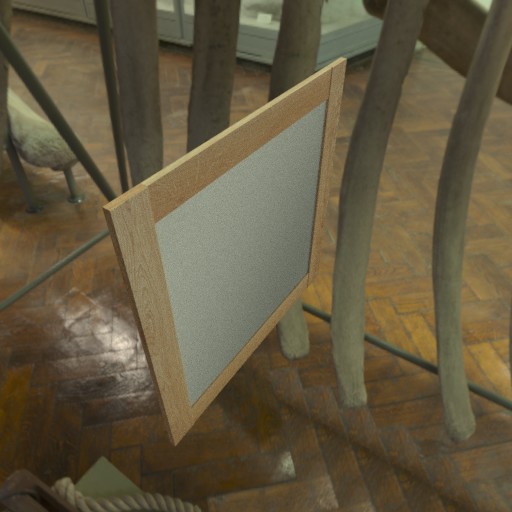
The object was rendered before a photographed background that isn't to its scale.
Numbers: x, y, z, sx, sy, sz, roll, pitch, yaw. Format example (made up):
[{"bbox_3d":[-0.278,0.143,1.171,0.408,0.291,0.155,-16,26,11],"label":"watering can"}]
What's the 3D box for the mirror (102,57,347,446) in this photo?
[{"bbox_3d":[0.000,0.000,1.185,0.020,0.800,0.800,25,48,25],"label":"mirror"}]
